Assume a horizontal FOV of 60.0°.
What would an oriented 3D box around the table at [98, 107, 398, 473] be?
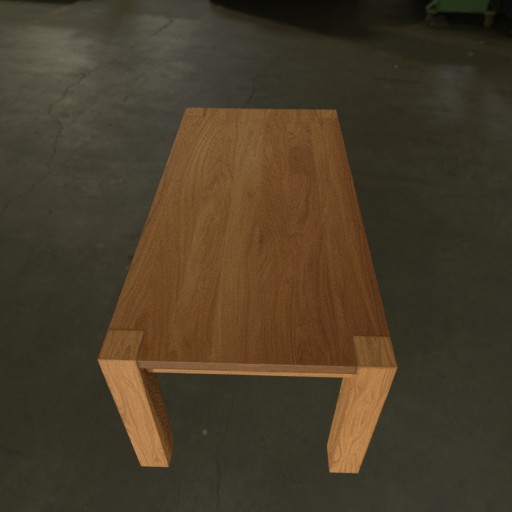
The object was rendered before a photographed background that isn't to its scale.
[{"bbox_3d":[0.000,0.000,2.246,0.900,0.760,1.800,1,42,1],"label":"table"}]
